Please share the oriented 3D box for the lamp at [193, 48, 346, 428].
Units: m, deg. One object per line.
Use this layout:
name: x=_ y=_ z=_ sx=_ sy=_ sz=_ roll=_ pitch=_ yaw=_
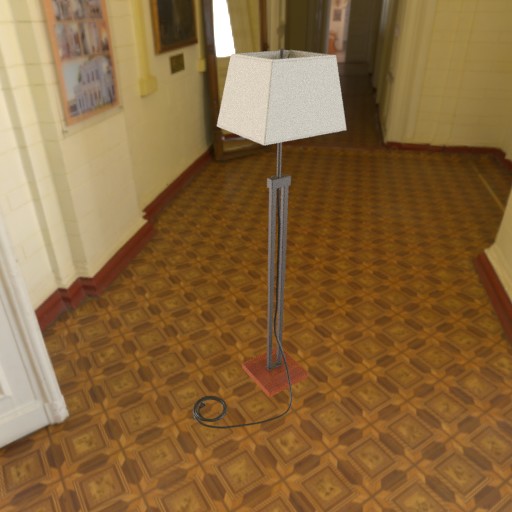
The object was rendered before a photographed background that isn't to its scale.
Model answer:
lamp: x=0.000 y=0.000 z=2.037 sx=0.745 sy=1.712 sz=0.472 roll=-18 pitch=34 yaw=-29
